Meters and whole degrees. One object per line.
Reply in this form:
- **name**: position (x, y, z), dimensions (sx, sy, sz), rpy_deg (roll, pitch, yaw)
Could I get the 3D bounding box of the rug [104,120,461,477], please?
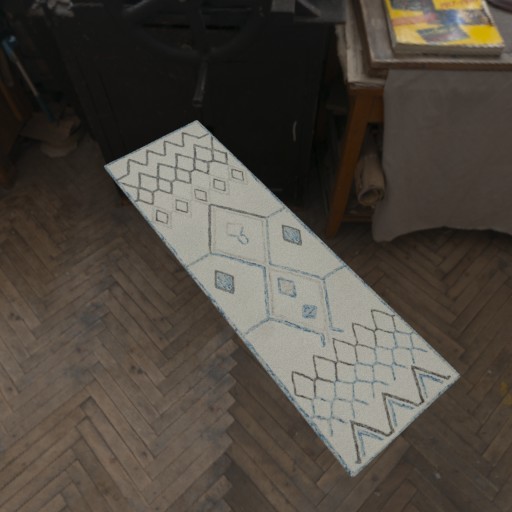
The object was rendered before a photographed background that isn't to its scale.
- **rug**: position (0.000, 0.000, 2.658), dimensions (0.770, 0.013, 2.434), rpy_deg (-33, 63, -19)
